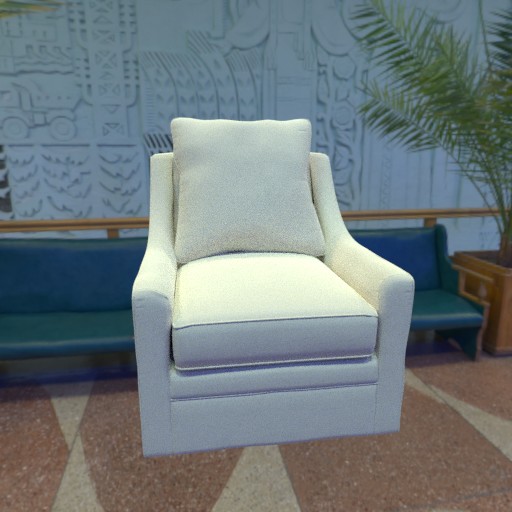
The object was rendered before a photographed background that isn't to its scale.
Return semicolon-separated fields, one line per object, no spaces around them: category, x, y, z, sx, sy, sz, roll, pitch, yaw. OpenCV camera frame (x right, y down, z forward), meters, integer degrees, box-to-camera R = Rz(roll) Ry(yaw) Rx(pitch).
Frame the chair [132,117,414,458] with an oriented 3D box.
chair;0.000;0.000;1.568;0.756;0.965;0.876;-2;15;-8
